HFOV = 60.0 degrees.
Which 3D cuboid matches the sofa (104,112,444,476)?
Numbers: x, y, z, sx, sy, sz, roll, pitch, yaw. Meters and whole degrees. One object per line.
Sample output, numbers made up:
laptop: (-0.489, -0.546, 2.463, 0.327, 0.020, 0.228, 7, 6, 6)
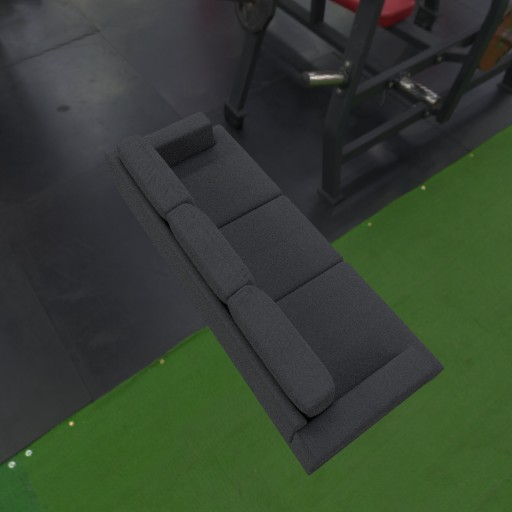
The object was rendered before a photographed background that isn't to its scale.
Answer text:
sofa: (0.000, 0.000, 2.739, 0.920, 0.810, 2.310, -30, 63, -17)
